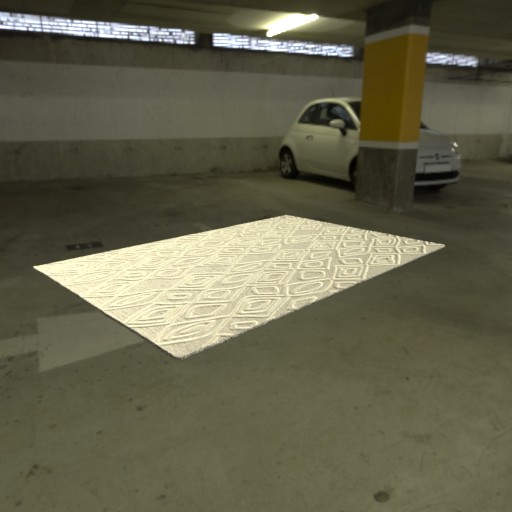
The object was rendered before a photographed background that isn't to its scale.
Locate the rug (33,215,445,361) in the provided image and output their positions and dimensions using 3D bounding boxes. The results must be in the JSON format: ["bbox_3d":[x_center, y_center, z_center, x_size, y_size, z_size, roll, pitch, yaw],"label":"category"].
[{"bbox_3d":[0.000,0.000,2.331,1.832,0.016,1.224,-16,23,-42],"label":"rug"}]
